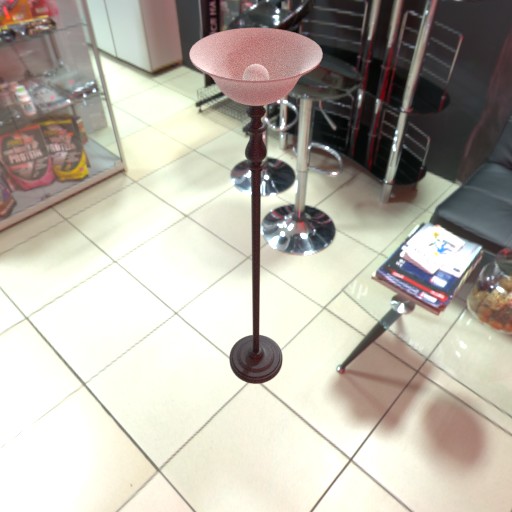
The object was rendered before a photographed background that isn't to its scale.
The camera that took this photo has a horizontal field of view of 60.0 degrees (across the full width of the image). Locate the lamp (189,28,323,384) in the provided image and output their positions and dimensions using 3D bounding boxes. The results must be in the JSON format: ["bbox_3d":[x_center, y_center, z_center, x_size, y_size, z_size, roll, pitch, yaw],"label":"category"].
[{"bbox_3d":[0.000,0.000,2.000,0.405,1.797,0.405,-10,47,-10],"label":"lamp"}]
